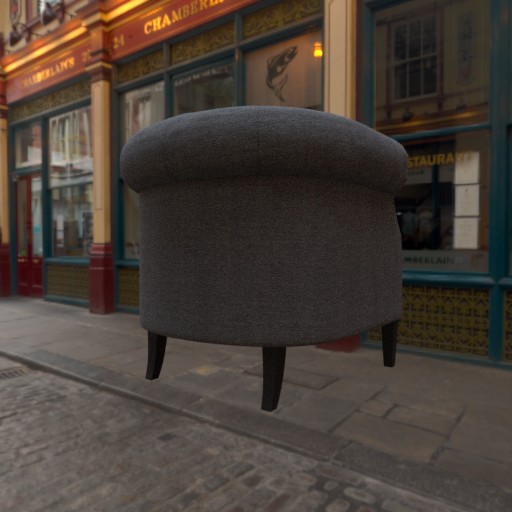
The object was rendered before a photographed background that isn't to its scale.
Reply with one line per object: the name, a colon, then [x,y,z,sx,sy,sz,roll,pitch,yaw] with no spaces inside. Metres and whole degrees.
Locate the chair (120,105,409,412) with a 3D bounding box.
chair: [0.000,0.000,1.561,0.905,0.827,0.852,1,1,37]
